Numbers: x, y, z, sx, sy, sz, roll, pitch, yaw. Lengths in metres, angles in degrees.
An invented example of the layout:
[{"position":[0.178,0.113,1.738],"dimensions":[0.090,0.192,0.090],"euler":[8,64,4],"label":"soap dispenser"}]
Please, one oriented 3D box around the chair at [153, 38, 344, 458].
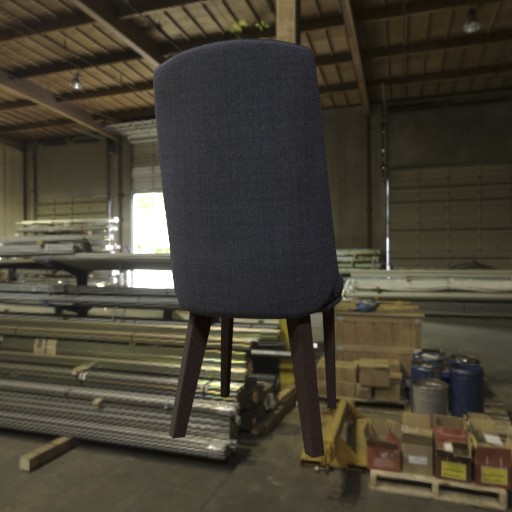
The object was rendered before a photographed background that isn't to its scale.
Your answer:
[{"position":[0.000,0.000,1.350],"dimensions":[0.510,1.050,0.577],"euler":[0,0,17],"label":"chair"}]
